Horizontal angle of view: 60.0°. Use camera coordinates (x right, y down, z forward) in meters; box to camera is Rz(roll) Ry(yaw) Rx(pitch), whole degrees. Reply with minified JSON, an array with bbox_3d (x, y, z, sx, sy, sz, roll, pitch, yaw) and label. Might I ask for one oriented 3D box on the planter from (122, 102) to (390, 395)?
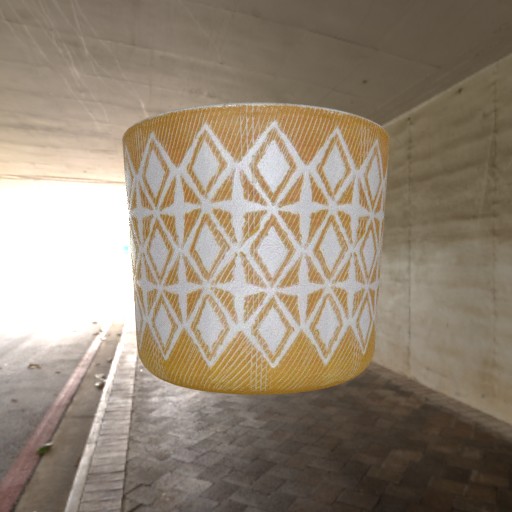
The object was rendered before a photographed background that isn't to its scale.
[{"bbox_3d":[0.000,0.000,0.334,0.193,0.165,0.193,0,0,0],"label":"planter"}]
